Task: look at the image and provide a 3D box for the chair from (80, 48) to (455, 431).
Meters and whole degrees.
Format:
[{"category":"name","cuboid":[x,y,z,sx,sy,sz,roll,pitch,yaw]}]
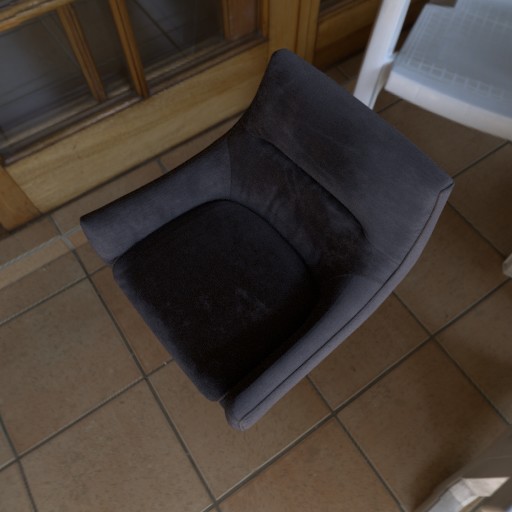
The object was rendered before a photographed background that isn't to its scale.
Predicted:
[{"category":"chair","cuboid":[0.000,0.000,1.415,0.787,0.838,0.762,-37,69,-17]}]
